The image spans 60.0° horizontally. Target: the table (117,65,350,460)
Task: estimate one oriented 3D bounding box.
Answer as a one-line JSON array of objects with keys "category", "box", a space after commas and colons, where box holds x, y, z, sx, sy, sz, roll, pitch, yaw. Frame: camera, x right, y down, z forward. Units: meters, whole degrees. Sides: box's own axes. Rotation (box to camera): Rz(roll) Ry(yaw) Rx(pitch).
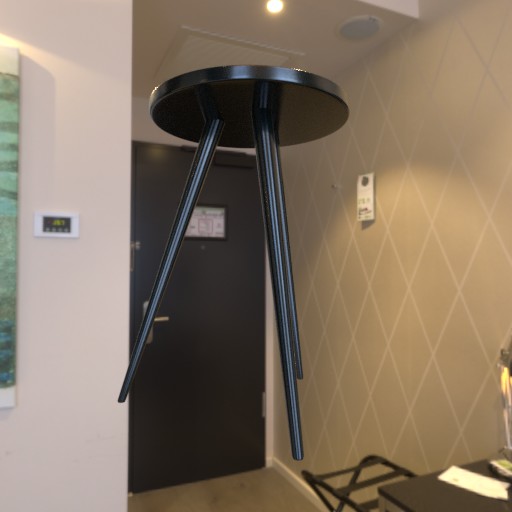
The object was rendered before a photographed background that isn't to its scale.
[{"category": "table", "box": [0.000, 0.000, 0.845, 0.403, 0.548, 0.415, -1, -2, 35]}]
